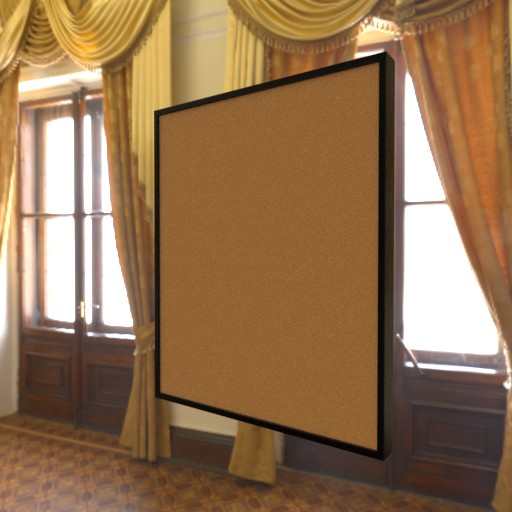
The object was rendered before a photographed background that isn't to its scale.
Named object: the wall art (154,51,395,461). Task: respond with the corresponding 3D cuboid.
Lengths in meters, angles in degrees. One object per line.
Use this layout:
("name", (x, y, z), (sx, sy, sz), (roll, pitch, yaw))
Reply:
("wall art", (0.000, 0.000, 0.742), (0.451, 0.553, 0.039), (1, 1, 35))
